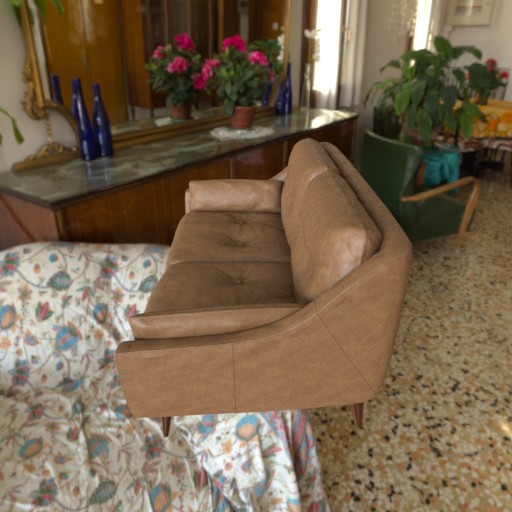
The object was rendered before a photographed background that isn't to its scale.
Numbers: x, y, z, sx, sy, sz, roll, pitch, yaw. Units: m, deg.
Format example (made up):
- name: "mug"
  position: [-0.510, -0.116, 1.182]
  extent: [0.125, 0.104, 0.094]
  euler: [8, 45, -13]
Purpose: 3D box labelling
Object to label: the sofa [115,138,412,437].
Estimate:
- name: "sofa"
  position: [0.000, 0.000, 2.204]
  extent: [0.981, 0.886, 1.731]
  euler: [0, 26, 0]
